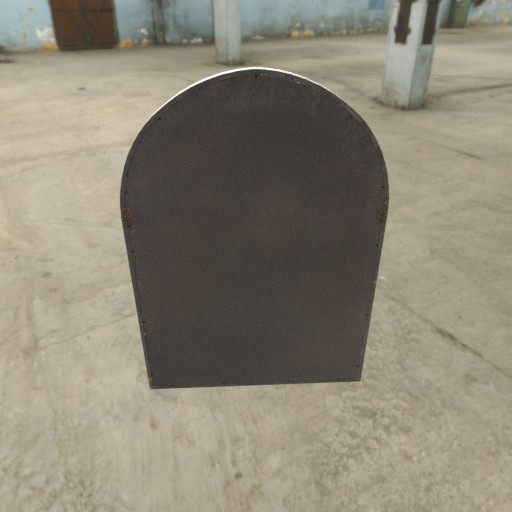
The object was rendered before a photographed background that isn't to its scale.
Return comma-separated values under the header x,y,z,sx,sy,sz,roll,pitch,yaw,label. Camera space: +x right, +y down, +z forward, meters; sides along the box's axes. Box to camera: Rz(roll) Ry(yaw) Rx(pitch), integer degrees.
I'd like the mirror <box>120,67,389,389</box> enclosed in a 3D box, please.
x,y,z,sx,sy,sz,roll,pitch,yaw,label
0.000,0.000,1.169,0.660,0.920,0.032,-1,30,-2,mirror
